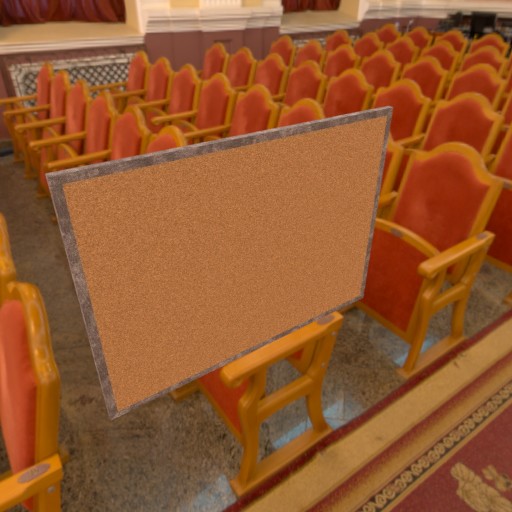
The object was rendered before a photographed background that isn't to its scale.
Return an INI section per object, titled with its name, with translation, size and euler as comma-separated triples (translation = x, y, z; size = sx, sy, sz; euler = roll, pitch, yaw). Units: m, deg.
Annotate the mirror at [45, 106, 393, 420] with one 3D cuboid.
[mirror]
translation = 0.000, 0.000, 1.433
size = 1.101, 0.795, 0.022
euler = -20, 37, -29
